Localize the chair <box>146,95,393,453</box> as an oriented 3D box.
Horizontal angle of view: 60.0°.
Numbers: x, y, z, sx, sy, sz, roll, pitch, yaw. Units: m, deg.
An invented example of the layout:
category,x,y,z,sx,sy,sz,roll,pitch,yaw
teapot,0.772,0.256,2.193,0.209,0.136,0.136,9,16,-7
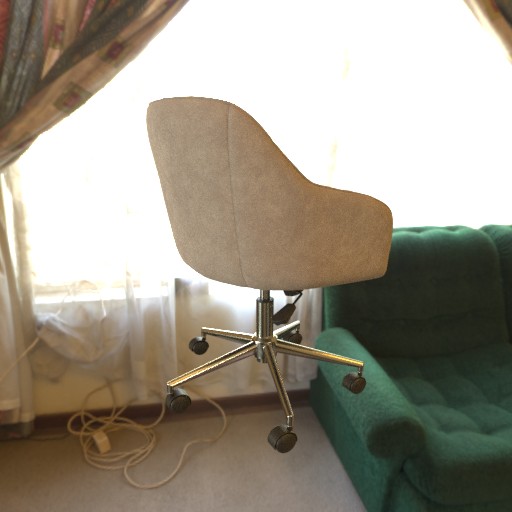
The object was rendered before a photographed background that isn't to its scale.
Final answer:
category,x,y,z,sx,sy,sz,roll,pitch,yaw
chair,0.000,0.000,1.281,0.573,0.831,0.635,-7,16,-26
